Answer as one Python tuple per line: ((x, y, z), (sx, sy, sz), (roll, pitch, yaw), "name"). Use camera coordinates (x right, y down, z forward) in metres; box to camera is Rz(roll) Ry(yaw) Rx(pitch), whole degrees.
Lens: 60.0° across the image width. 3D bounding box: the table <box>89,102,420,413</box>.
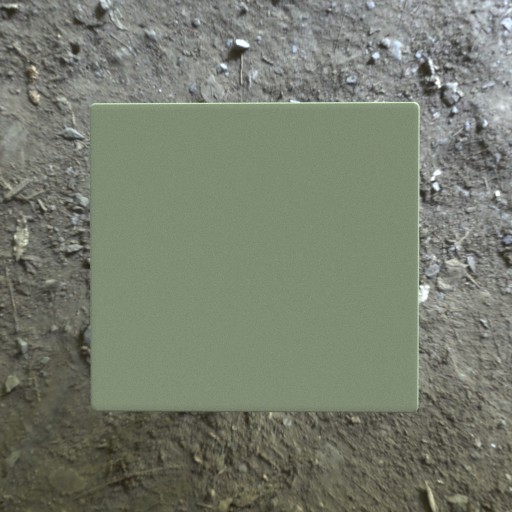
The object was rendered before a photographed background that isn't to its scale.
((0.000, 0.000, 0.993), (0.533, 0.563, 0.500), (0, 91, 1), "table")
